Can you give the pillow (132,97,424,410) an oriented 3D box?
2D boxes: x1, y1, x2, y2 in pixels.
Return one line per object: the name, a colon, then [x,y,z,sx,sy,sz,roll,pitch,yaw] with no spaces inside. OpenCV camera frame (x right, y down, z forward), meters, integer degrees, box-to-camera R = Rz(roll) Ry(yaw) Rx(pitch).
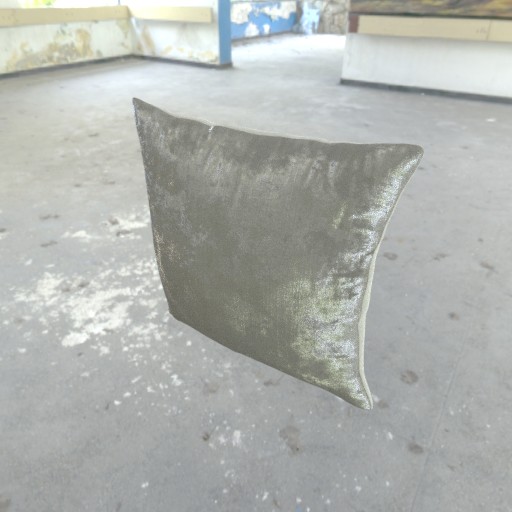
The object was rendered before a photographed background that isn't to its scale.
pillow: [0.000,0.000,0.743,0.470,0.464,0.175,18,36,27]
